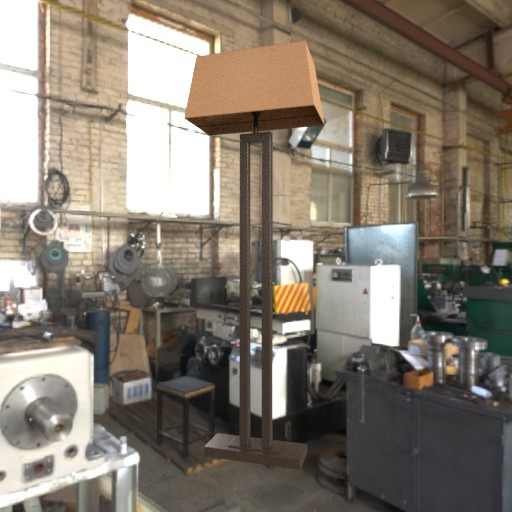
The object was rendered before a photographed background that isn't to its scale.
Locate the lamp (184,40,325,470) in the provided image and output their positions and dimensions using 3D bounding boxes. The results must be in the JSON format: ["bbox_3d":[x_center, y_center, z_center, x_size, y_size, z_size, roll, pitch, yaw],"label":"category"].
[{"bbox_3d":[0.000,0.000,1.641,0.475,1.469,0.233,0,0,17],"label":"lamp"}]
